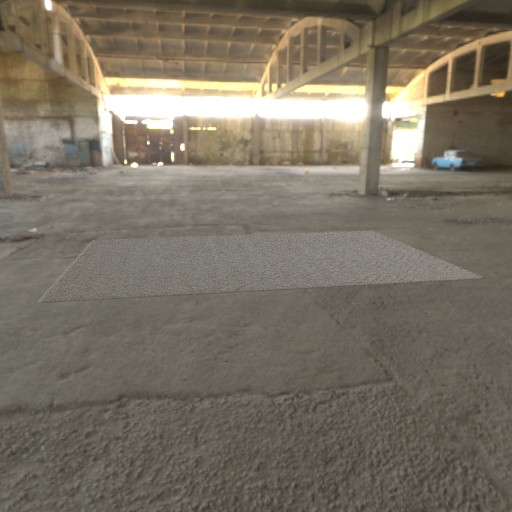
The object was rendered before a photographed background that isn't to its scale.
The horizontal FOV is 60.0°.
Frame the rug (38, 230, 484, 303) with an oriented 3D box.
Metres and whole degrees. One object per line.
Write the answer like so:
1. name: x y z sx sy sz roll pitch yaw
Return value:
1. rug: 0.000 0.000 3.097 2.438 0.008 1.523 -2 14 -10
